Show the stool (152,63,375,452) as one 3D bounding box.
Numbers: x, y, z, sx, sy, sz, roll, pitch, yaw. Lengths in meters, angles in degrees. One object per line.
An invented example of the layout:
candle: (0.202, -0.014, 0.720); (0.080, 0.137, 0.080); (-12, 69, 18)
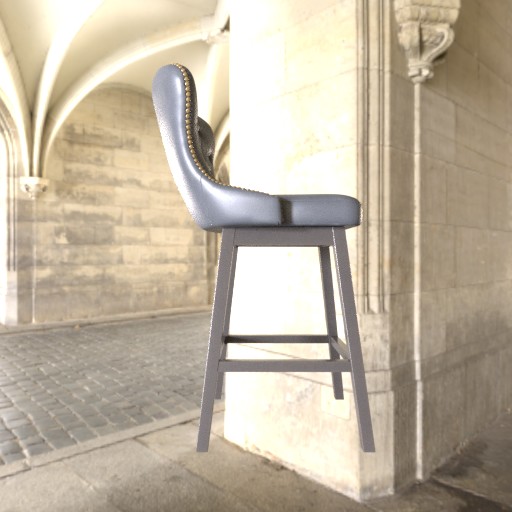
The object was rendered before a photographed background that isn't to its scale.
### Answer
stool: (0.000, 0.000, 1.309); (0.593, 0.971, 0.528); (0, 0, 0)
